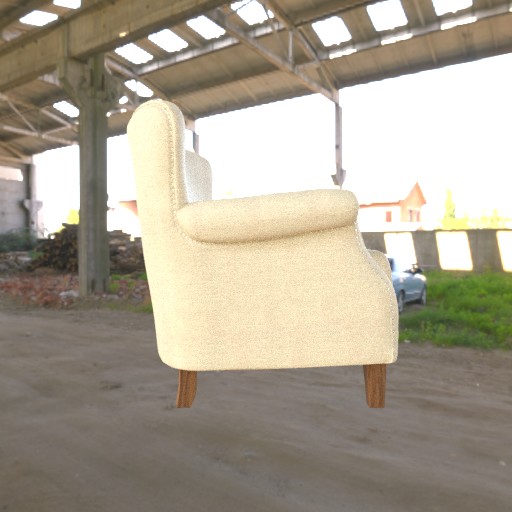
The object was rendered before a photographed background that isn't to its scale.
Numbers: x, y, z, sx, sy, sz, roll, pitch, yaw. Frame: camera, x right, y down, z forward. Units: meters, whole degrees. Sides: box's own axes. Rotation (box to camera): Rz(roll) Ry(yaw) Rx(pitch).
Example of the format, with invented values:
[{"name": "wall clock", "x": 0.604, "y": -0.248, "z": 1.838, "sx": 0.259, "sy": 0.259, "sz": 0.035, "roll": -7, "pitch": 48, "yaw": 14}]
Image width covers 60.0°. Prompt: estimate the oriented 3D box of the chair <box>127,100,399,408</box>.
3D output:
[{"name": "chair", "x": 0.000, "y": 0.000, "z": 1.671, "sx": 0.921, "sy": 0.936, "sz": 0.861, "roll": 0, "pitch": 0, "yaw": 1}]
